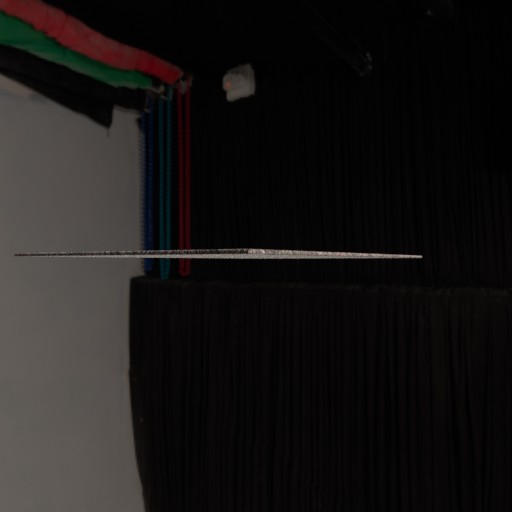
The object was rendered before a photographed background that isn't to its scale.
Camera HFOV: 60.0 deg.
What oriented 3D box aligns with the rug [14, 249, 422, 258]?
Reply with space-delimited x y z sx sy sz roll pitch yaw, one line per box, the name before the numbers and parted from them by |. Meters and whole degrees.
rug | 0.000 0.000 2.848 1.501 0.017 2.298 0 -1 34
